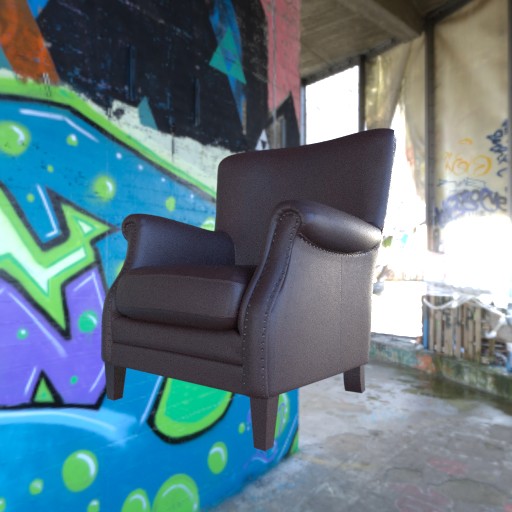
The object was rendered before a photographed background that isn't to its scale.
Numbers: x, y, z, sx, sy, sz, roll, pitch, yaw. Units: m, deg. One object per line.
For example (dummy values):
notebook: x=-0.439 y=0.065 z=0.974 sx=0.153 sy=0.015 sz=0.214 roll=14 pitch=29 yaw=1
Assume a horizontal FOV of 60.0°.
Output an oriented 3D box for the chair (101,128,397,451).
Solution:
chair: x=0.000 y=0.000 z=1.324 sx=0.700 sy=0.800 sz=0.746 roll=0 pitch=0 yaw=37
